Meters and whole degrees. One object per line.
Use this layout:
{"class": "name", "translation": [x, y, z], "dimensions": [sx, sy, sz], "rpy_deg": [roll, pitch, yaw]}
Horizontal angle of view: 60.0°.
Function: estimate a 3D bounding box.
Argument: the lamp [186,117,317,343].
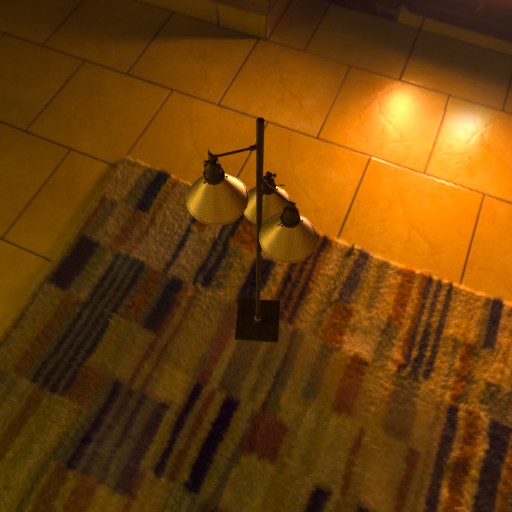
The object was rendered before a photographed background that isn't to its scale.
{"class": "lamp", "translation": [0.000, 0.000, 1.914], "dimensions": [0.428, 1.716, 0.415], "rpy_deg": [3, 65, 2]}
